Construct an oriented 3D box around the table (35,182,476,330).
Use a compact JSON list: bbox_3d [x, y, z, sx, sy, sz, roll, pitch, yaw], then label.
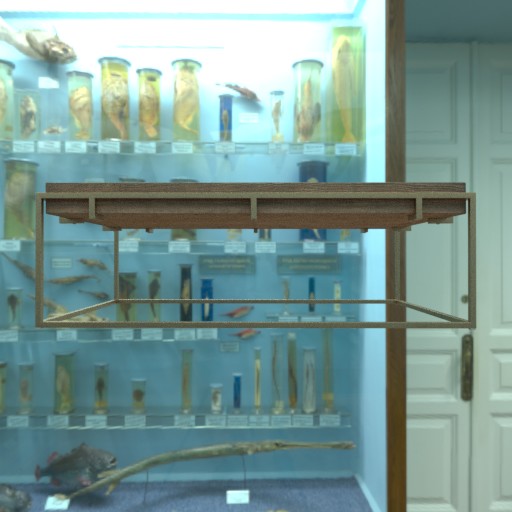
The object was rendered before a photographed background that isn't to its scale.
[{"bbox_3d":[0.000,0.000,1.780,1.387,0.468,0.775,0,0,0],"label":"table"}]
